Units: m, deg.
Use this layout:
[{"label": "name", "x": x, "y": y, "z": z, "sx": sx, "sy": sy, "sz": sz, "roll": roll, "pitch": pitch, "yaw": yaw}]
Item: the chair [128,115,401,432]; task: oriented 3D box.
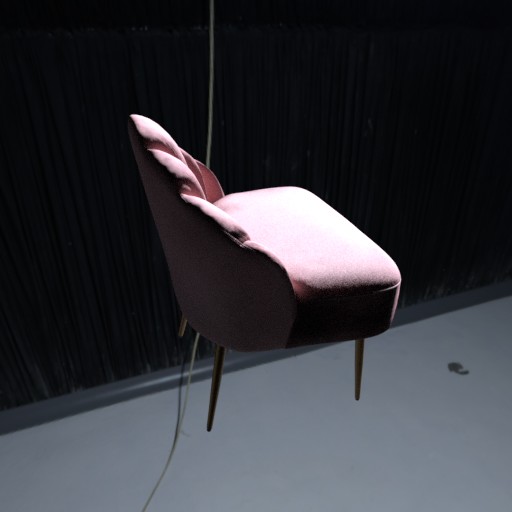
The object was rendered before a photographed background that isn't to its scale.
[{"label": "chair", "x": 0.000, "y": 0.000, "z": 1.264, "sx": 0.599, "sy": 0.819, "sz": 0.657, "roll": -10, "pitch": 32, "yaw": -17}]
